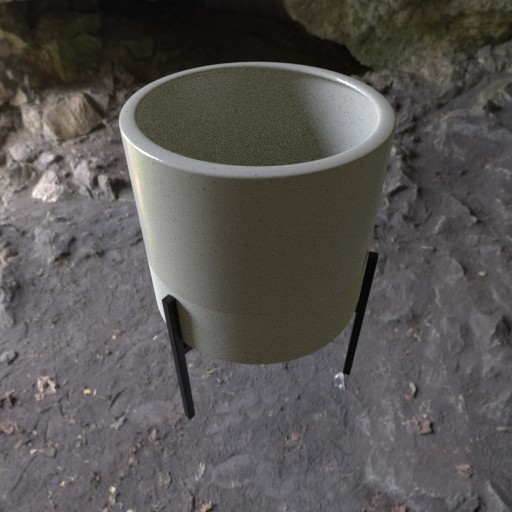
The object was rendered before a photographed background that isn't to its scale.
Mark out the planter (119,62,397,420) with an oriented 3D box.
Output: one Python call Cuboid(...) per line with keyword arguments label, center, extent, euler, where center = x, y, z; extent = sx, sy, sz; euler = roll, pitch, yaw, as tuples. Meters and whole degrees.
Cuboid(label="planter", center=(0.000, 0.000, 0.326), extent=(0.152, 0.230, 0.159), euler=(-11, 42, -13))
